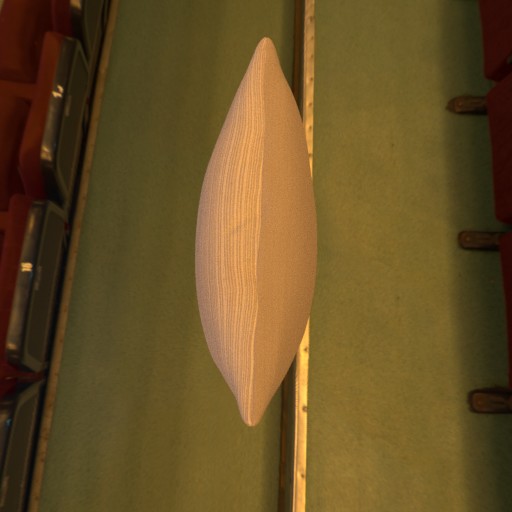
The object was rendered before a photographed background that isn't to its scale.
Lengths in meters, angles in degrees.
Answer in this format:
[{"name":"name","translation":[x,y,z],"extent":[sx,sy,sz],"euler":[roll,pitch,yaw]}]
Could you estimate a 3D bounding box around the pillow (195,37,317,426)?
[{"name":"pillow","translation":[0.000,0.000,0.791],"extent":[0.204,0.497,0.512],"euler":[2,76,1]}]
